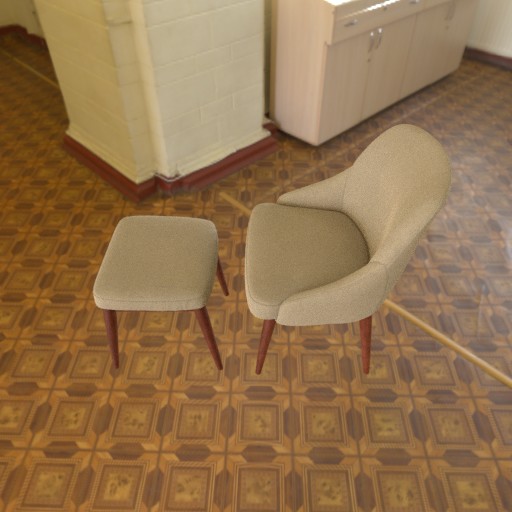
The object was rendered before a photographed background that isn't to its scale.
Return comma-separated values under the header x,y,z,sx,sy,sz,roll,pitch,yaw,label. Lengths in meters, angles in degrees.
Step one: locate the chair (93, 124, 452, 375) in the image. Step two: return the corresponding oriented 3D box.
x,y,z,sx,sy,sz,roll,pitch,yaw,label
0.000,0.000,1.597,1.114,0.866,0.584,1,43,1,chair
